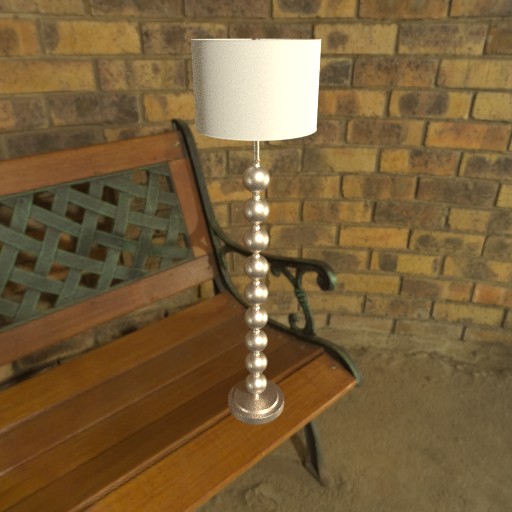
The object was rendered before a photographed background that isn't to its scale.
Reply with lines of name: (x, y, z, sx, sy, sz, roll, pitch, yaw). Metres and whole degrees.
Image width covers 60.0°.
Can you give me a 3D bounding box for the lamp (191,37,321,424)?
lamp: (0.000, 0.000, 1.664, 0.394, 1.474, 0.394, 8, 28, 15)
